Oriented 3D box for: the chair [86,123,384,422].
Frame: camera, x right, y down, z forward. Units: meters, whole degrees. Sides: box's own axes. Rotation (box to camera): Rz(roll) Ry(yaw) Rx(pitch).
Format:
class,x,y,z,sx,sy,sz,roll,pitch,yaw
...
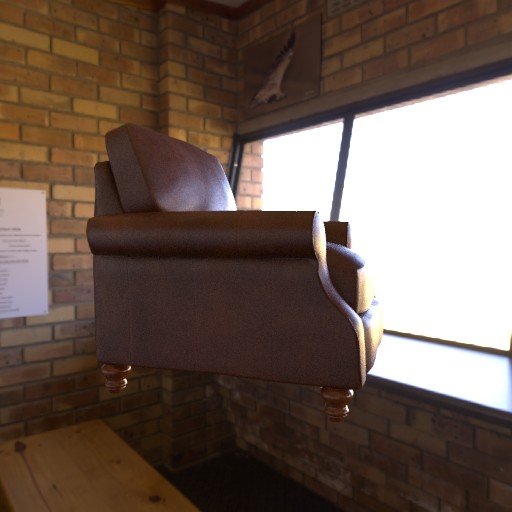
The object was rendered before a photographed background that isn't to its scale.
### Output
class,x,y,z,sx,sy,sz,roll,pitch,yaw
chair,0.000,0.000,1.805,0.992,0.972,0.989,1,2,18
